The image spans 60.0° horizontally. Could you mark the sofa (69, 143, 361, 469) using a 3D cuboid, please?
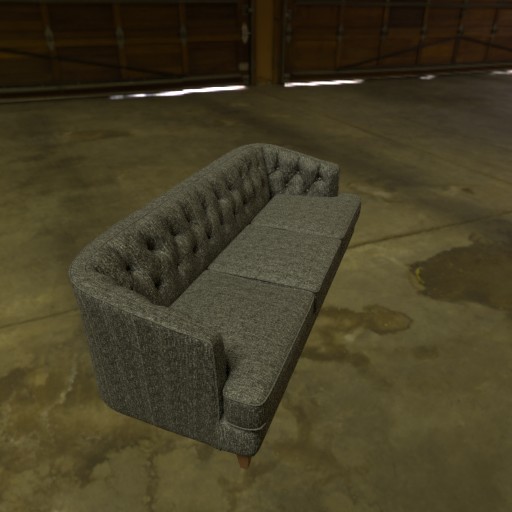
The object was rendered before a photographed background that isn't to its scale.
[{"bbox_3d":[0.000,0.000,2.693,0.941,0.855,2.278,10,31,18],"label":"sofa"}]
